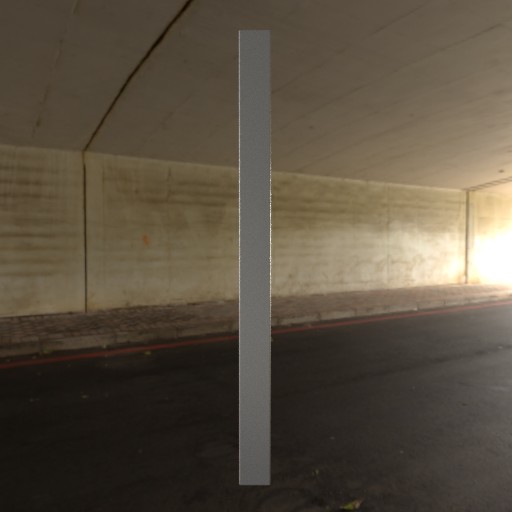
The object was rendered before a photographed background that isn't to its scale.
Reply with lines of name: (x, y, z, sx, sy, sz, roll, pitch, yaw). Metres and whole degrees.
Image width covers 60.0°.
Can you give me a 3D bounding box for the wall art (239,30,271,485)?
wall art: (0.000, 0.000, 0.761, 0.038, 0.549, 0.452, 0, 1, 0)
